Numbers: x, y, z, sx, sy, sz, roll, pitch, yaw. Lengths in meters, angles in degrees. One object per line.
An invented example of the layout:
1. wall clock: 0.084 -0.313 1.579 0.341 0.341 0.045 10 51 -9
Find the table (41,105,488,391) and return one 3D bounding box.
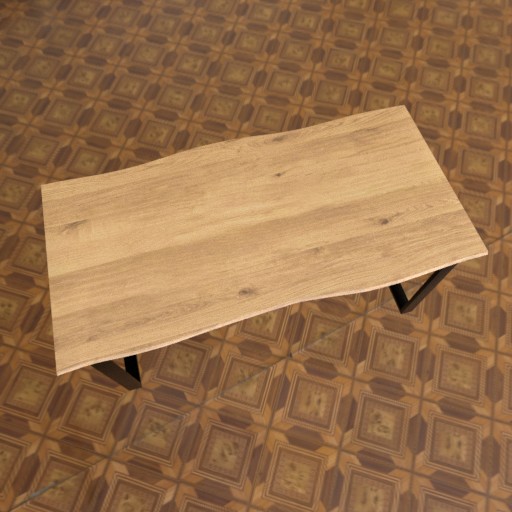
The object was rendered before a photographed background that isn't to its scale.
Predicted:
1. table: 0.000 0.000 2.283 1.800 0.780 0.900 -14 65 -7
